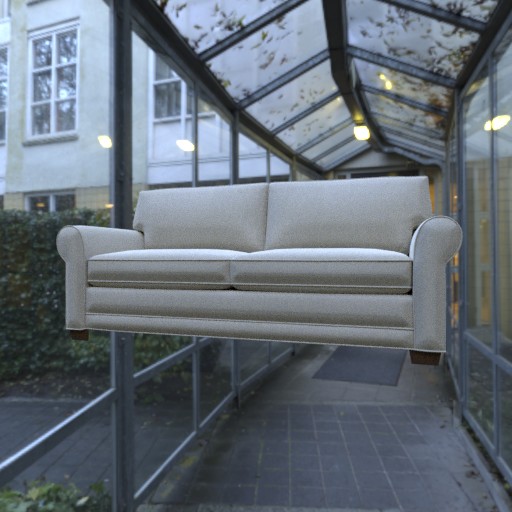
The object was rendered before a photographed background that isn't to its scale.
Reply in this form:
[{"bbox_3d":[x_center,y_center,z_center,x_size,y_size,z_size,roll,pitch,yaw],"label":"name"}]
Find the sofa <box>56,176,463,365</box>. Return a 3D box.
[{"bbox_3d":[0.000,0.000,2.634,2.146,0.962,0.901,0,0,18],"label":"sofa"}]
